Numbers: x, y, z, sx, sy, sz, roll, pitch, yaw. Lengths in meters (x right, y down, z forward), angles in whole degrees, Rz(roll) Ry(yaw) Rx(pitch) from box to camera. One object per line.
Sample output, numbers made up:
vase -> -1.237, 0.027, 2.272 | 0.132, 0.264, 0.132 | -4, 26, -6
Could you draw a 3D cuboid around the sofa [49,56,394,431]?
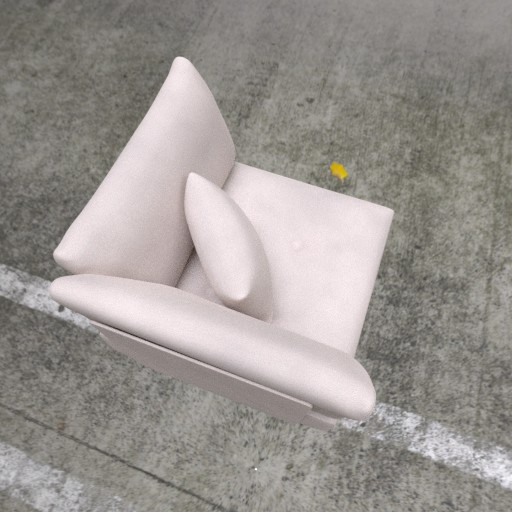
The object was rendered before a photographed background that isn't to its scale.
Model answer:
sofa -> 0.000, 0.000, 1.707 | 1.000, 0.820, 1.000 | 19, 66, 9
